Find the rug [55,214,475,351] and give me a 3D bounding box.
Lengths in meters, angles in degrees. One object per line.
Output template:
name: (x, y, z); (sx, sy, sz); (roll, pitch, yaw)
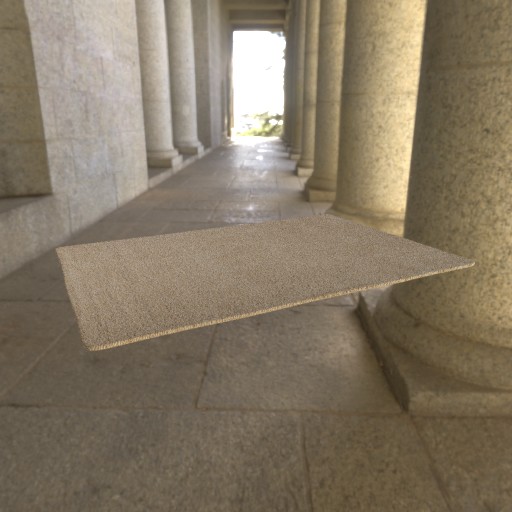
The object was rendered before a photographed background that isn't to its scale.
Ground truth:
rug: (0.000, 0.000, 3.381); (2.700, 0.024, 1.801); (-9, 20, -26)
